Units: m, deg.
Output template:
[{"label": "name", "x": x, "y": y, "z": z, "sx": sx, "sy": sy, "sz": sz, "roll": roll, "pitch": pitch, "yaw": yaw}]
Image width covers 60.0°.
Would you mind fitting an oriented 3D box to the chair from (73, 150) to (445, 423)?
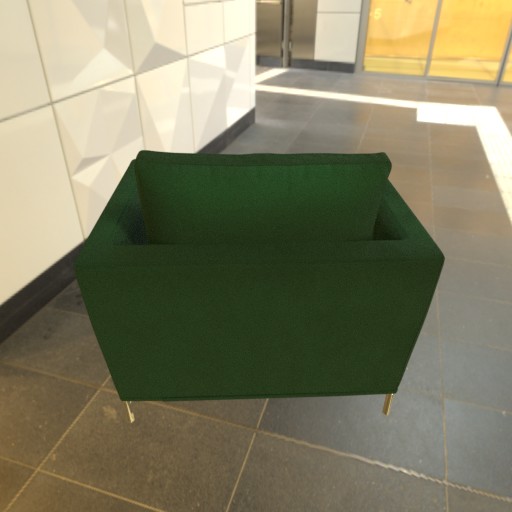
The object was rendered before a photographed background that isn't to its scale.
[{"label": "chair", "x": 0.000, "y": 0.000, "z": 1.707, "sx": 1.047, "sy": 0.997, "sz": 0.852, "roll": -1, "pitch": 32, "yaw": -2}]
